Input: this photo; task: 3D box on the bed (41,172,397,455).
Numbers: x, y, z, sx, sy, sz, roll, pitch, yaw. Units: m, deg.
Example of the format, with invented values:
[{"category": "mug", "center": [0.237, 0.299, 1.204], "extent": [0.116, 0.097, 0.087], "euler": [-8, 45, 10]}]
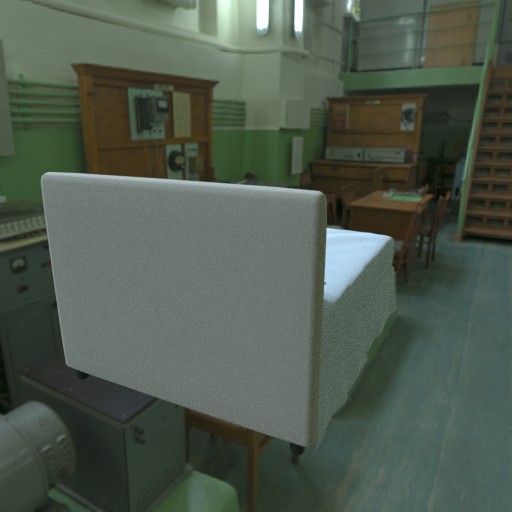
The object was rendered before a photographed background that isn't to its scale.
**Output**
[{"category": "bed", "center": [0.000, 0.000, 3.225], "extent": [1.748, 1.330, 2.142], "euler": [8, 19, 26]}]
